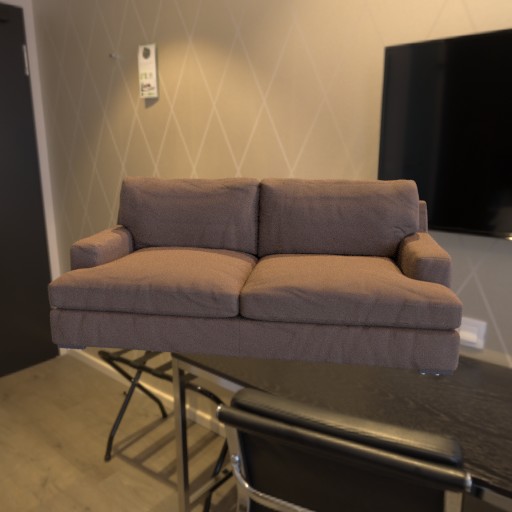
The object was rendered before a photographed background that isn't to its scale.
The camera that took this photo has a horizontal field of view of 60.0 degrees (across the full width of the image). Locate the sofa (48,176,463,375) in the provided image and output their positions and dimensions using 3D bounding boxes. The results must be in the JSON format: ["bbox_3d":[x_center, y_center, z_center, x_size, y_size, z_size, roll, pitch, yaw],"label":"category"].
[{"bbox_3d":[0.000,0.000,2.827,2.274,0.950,1.140,2,13,8],"label":"sofa"}]
